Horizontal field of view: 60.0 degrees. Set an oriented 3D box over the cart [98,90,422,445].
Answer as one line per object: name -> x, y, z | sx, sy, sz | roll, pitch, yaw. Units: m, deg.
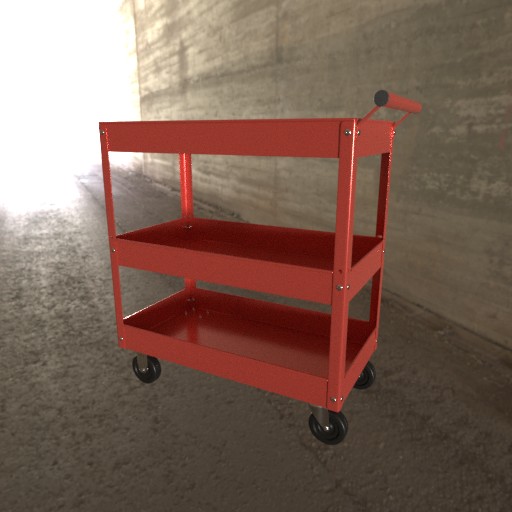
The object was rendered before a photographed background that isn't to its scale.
cart -> 0.000, 0.000, 1.187 | 0.719, 0.780, 0.366 | 8, 18, 27
